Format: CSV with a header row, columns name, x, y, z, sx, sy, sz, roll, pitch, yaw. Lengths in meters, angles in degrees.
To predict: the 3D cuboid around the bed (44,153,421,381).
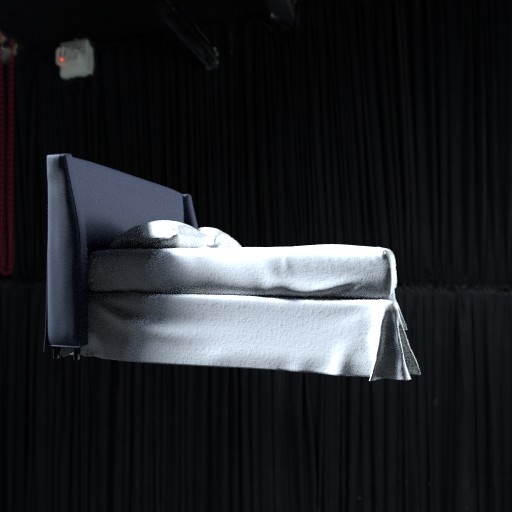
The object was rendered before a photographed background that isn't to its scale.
name,x,y,z,sx,sy,sz,roll,pitch,yaw
bed,0.000,0.000,3.424,2.276,1.332,1.925,0,-1,16
